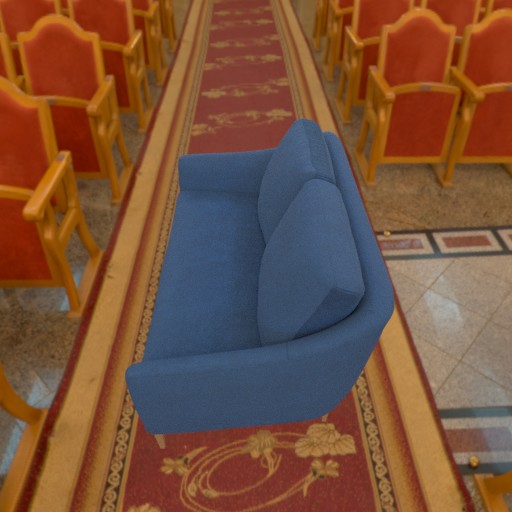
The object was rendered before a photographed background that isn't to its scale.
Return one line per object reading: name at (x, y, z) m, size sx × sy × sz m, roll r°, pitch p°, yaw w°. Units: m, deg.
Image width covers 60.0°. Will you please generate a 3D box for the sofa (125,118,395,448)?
sofa at (0.000, 0.000, 2.218) m, size 0.960 × 0.902 × 1.619 m, roll -1°, pitch 41°, yaw -1°
